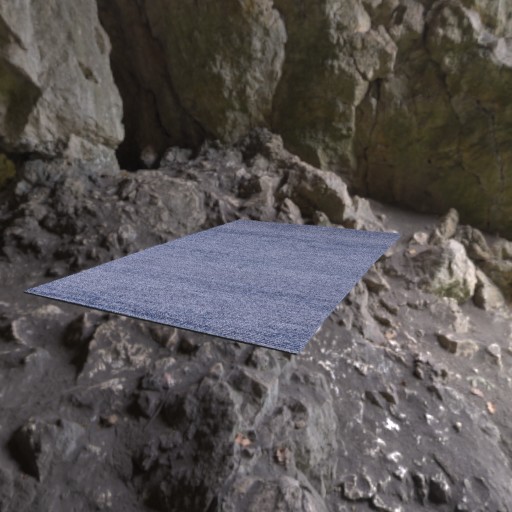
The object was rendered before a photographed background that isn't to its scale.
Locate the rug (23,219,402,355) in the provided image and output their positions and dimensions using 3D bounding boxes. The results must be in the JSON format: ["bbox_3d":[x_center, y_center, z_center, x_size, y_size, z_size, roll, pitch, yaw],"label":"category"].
[{"bbox_3d":[0.000,0.000,2.237,1.145,0.021,1.777,7,17,26],"label":"rug"}]
